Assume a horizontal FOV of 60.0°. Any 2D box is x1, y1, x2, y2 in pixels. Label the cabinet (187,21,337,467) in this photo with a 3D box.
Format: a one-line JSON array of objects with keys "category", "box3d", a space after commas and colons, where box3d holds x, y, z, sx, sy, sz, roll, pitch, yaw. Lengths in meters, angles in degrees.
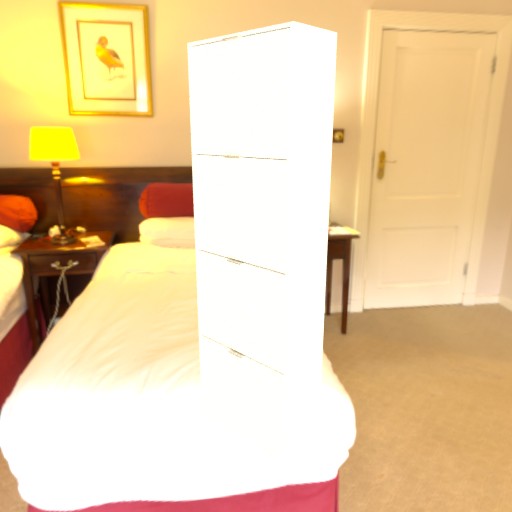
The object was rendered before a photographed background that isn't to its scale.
[{"category": "cabinet", "box3d": [0.000, 0.000, 1.816, 0.520, 1.630, 0.255, 15, 22, 42]}]
